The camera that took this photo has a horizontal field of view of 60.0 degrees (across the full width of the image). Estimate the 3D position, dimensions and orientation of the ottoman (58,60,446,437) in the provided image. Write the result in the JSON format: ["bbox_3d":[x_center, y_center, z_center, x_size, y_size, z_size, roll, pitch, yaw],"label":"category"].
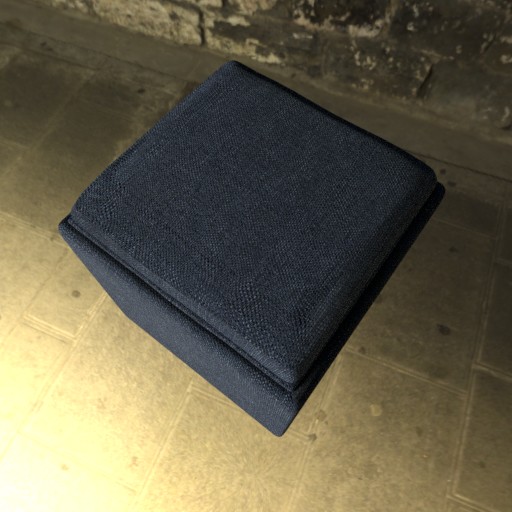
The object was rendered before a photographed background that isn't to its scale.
[{"bbox_3d":[0.000,0.000,0.848,0.454,0.493,0.436,34,68,16],"label":"ottoman"}]
